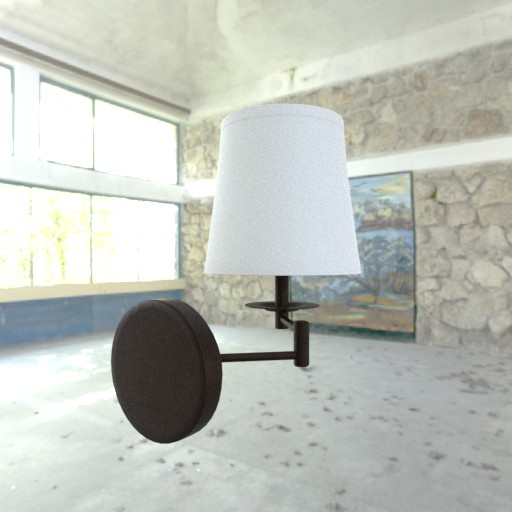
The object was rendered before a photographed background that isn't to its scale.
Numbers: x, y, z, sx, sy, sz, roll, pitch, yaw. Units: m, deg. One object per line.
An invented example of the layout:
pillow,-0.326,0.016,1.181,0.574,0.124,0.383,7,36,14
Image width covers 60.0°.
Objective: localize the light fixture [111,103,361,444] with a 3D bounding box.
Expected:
light fixture,0.000,0.000,0.266,0.100,0.172,0.157,0,-1,37
